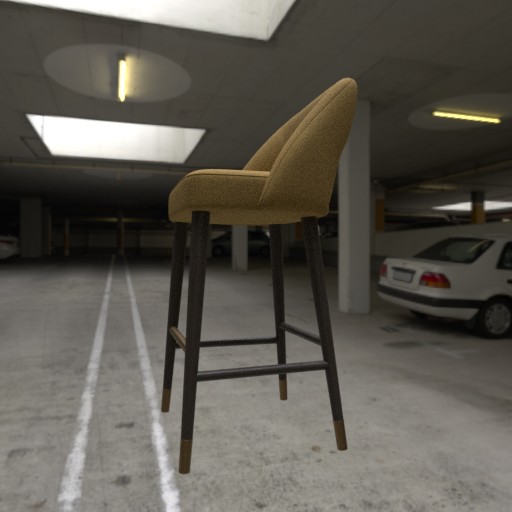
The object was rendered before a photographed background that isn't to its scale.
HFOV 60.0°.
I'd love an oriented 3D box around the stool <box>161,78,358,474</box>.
[{"bbox_3d":[0.000,0.000,1.339,0.522,1.032,0.536,0,0,-17],"label":"stool"}]
